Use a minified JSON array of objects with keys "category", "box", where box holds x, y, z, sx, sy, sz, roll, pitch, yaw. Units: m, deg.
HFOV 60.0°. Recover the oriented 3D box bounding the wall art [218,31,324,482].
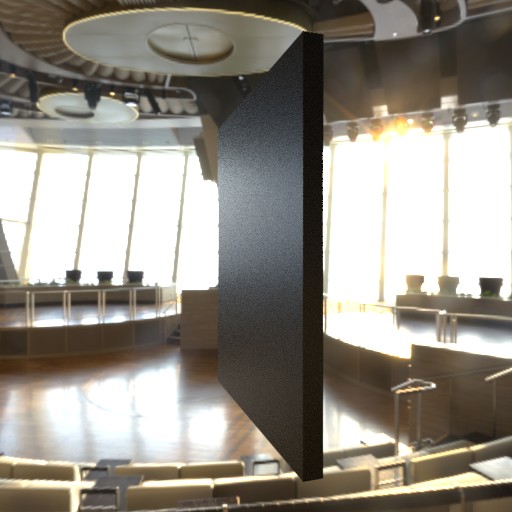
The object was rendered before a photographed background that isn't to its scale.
[{"category":"wall art","box":[0.000,0.000,0.768,0.028,0.557,0.457,0,0,-18]}]
